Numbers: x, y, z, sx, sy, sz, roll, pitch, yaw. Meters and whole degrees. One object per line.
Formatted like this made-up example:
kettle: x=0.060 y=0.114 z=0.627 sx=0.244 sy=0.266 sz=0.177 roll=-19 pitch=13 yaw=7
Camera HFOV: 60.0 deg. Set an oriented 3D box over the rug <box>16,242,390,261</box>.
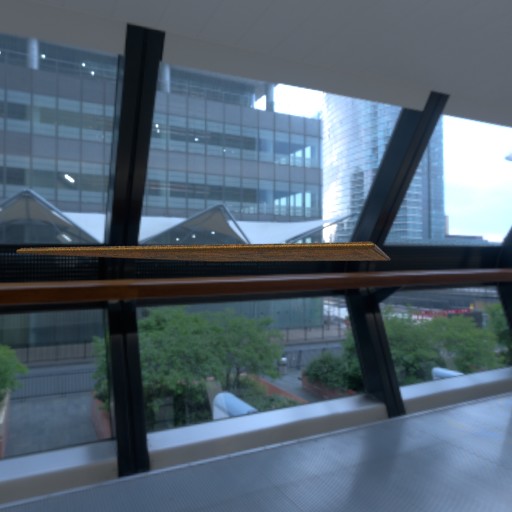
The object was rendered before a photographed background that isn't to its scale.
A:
rug: x=0.000 y=0.000 z=2.824 sx=1.588 sy=0.024 sz=2.204 roll=-1 pitch=-2 yaw=18
